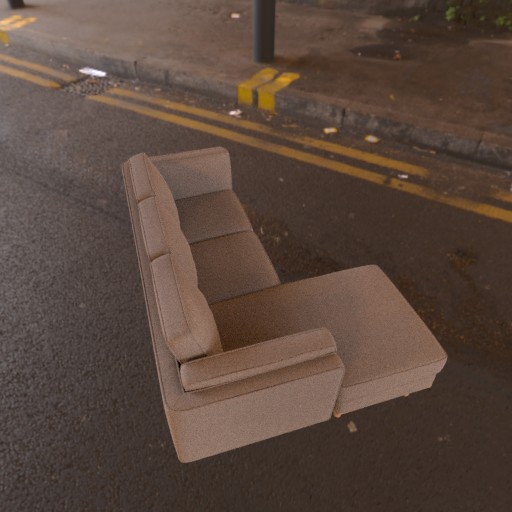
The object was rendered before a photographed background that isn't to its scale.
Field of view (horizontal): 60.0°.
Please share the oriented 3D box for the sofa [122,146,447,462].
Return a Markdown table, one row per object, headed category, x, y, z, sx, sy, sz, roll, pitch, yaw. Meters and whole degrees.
| category | x | y | z | sx | sy | sz | roll | pitch | yaw |
| --- | --- | --- | --- | --- | --- | --- | --- | --- | --- |
| sofa | 0.000 | 0.000 | 3.168 | 1.604 | 0.929 | 2.411 | -12 | 42 | -13 |
